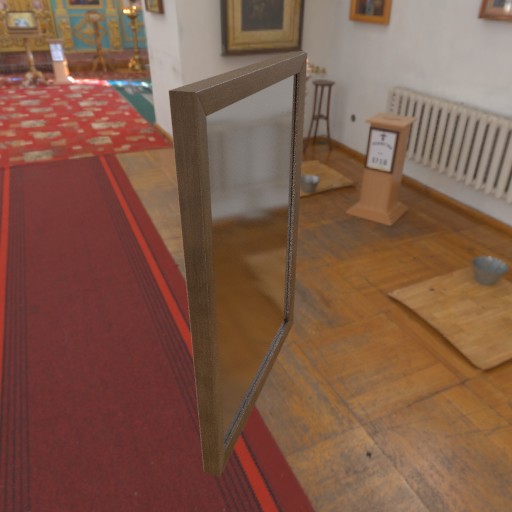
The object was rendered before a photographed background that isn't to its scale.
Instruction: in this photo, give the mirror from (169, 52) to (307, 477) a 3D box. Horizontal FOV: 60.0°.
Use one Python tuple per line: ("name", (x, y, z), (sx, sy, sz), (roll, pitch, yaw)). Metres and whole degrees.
("mirror", (0.000, 0.000, 0.896), (0.040, 0.710, 0.507), (10, 31, 18))
